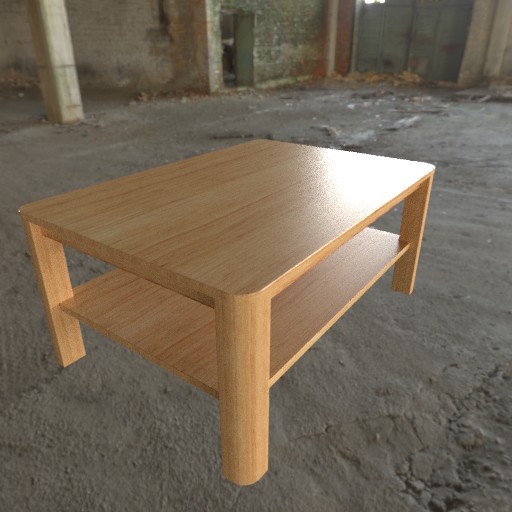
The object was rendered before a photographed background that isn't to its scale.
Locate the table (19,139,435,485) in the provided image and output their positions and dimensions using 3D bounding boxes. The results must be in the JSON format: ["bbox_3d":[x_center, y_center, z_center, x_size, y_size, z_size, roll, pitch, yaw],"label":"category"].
[{"bbox_3d":[0.000,0.000,1.316,0.696,0.445,0.997,18,31,32],"label":"table"}]
